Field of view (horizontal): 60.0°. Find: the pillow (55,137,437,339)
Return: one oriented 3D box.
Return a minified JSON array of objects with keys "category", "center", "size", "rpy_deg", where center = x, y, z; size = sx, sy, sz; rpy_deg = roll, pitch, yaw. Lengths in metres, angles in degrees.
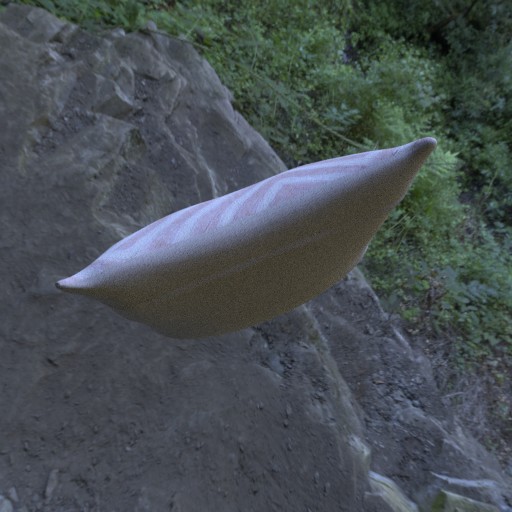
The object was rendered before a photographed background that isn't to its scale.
[{"category":"pillow","center":[0.000,0.000,0.670],"size":[0.440,0.441,0.182],"rpy_deg":[-21,77,-5]}]
